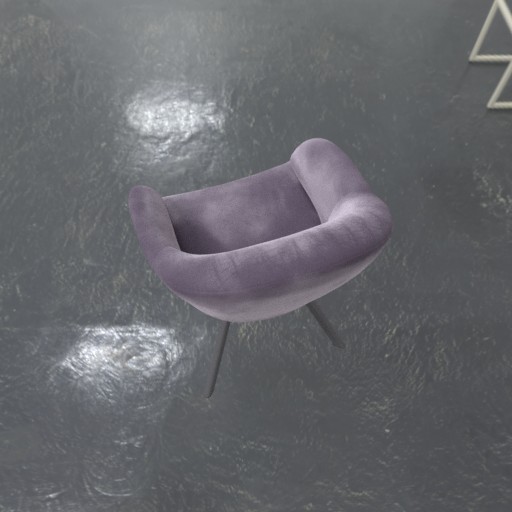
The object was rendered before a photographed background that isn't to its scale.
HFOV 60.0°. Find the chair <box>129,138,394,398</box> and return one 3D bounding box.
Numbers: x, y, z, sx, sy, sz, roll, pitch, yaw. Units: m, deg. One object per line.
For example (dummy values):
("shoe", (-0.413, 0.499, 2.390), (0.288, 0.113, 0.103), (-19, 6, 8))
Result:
("chair", (0.000, 0.000, 1.195), (0.550, 0.795, 0.590), (-17, 60, -11))
